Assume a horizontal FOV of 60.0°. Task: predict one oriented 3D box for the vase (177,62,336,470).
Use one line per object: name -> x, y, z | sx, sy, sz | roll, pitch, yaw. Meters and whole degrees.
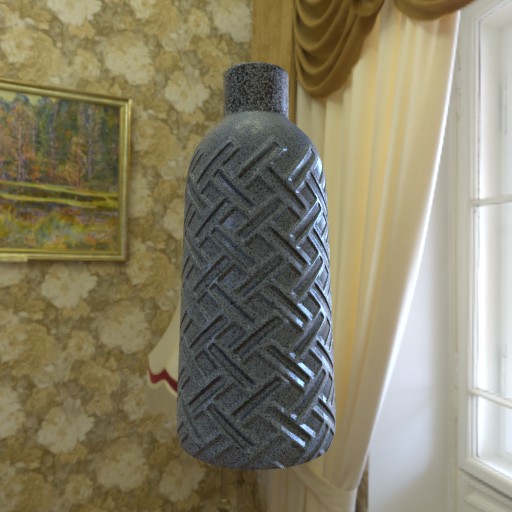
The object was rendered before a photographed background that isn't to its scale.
vase -> 0.000, 0.000, 0.346 | 0.122, 0.282, 0.122 | 0, -1, 0
